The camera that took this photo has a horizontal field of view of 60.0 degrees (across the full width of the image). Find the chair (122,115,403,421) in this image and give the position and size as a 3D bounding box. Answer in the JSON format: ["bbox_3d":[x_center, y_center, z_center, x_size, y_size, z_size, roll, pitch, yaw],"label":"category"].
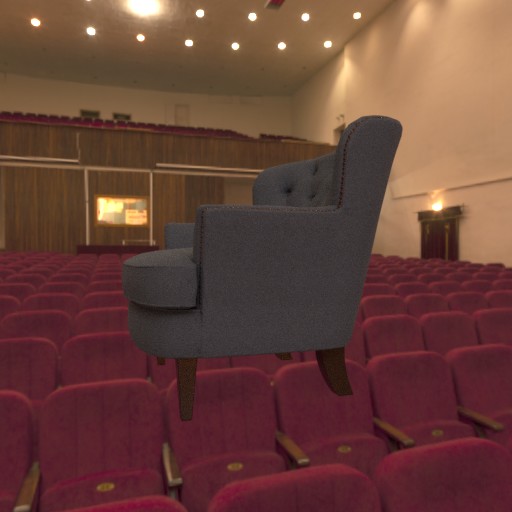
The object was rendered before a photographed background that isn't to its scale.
[{"bbox_3d":[0.000,0.000,1.566,0.906,0.868,0.848,0,0,-18],"label":"chair"}]
